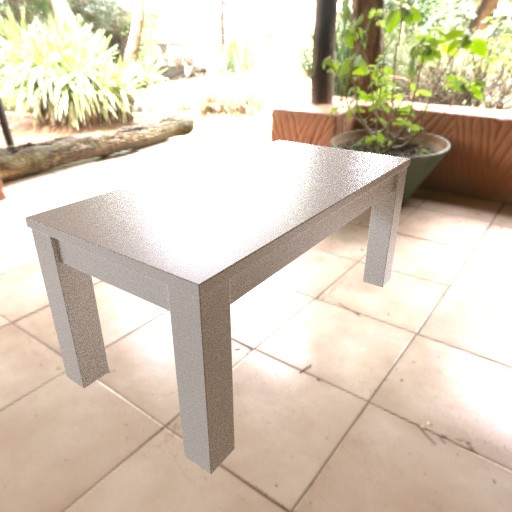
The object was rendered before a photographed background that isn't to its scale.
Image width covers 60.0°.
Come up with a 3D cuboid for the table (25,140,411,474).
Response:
[{"bbox_3d":[0.000,0.000,2.299,0.900,0.790,1.800,17,31,32],"label":"table"}]
